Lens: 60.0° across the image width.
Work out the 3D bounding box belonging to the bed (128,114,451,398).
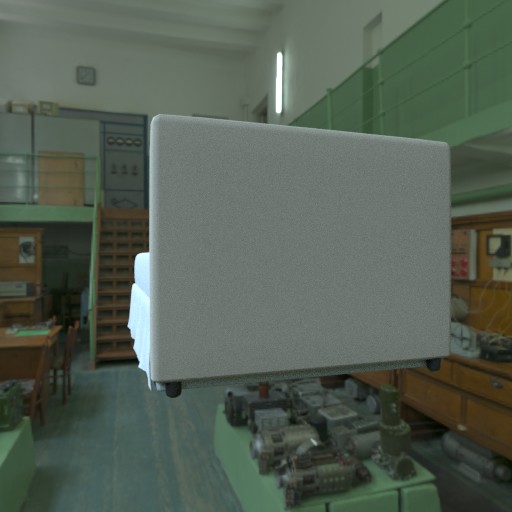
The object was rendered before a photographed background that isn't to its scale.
[{"bbox_3d":[0.000,0.000,3.277,1.748,1.330,2.142,0,0,-18],"label":"bed"}]
